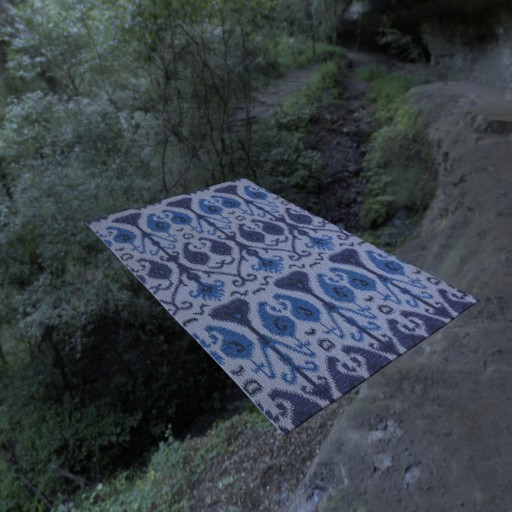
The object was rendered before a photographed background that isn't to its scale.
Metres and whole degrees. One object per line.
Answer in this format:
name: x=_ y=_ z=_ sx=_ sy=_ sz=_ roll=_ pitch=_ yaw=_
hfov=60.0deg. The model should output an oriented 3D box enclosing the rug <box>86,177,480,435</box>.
rug: x=0.000 y=0.000 z=2.147 sx=1.072 sy=0.013 sz=1.698 roll=-22 pitch=38 yaw=-31
